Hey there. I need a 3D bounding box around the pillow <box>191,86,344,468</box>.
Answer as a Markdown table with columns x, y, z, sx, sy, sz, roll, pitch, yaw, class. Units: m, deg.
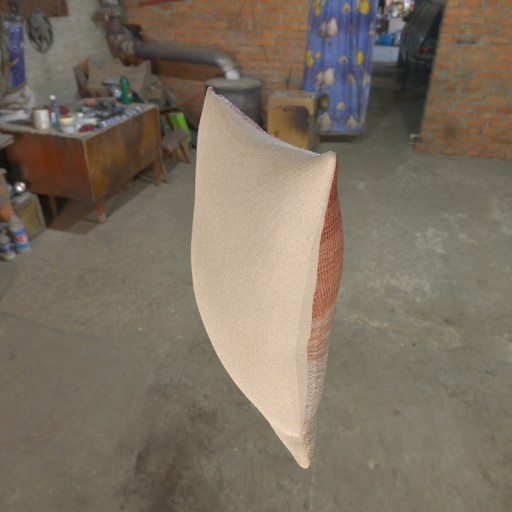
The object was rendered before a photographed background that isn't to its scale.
| x | y | z | sx | sy | sz | roll | pitch | yaw | class |
| --- | --- | --- | --- | --- | --- | --- | --- | --- | --- |
| 0.000 | 0.000 | 0.680 | 0.182 | 0.441 | 0.440 | -11 | 32 | -18 | pillow |
